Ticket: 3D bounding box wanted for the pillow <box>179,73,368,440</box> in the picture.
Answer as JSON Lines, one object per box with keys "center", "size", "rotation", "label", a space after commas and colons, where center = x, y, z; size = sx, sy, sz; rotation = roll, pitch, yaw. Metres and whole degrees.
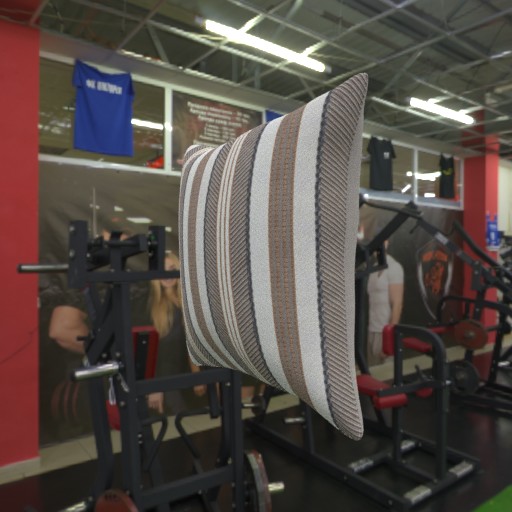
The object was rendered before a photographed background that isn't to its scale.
{"center": [0.000, 0.000, 0.646], "size": [0.173, 0.401, 0.416], "rotation": [0, 1, -35], "label": "pillow"}
